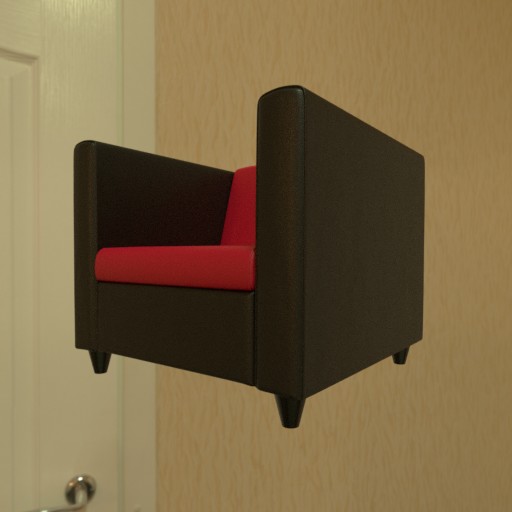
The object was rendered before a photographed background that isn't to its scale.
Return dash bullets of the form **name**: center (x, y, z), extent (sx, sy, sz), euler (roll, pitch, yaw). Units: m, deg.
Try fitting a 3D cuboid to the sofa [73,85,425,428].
- **sofa**: center (0.000, 0.000, 1.436), extent (0.839, 0.724, 0.809), euler (0, 0, 37)
